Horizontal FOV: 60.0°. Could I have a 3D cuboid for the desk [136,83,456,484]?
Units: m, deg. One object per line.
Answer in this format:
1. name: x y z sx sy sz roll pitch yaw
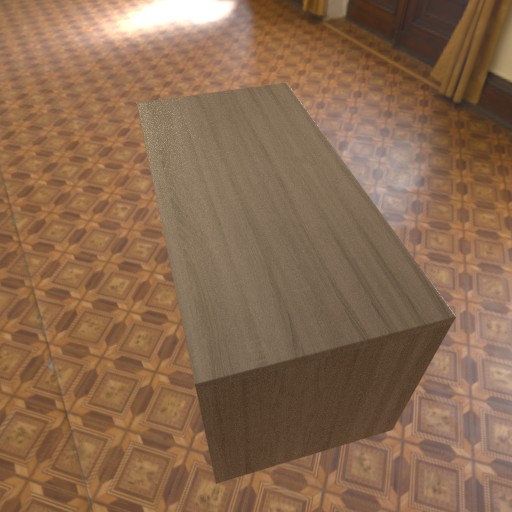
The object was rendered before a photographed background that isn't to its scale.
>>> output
1. desk: 0.000 0.000 1.815 0.690 0.745 1.380 -12 48 -11
